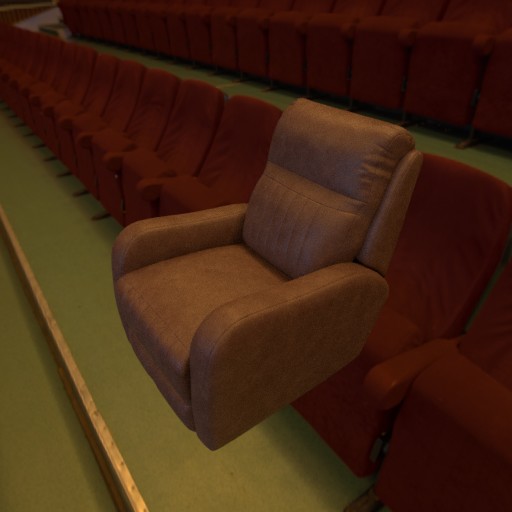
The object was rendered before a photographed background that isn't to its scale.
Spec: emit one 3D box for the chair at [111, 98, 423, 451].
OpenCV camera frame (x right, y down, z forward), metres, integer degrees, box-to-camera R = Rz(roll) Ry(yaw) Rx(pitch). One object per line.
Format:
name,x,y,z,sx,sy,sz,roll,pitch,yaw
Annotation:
chair,0.000,0.000,1.837,1.067,1.067,0.865,-21,37,-30
